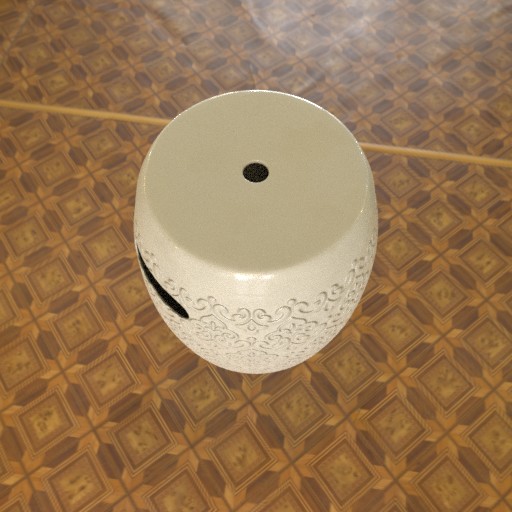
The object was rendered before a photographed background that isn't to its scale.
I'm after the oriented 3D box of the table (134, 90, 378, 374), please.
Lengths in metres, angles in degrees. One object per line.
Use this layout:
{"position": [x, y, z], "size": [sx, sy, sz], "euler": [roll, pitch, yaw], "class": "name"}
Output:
{"position": [0.000, 0.000, 0.628], "size": [0.309, 0.397, 0.309], "euler": [0, 64, 0], "class": "table"}
